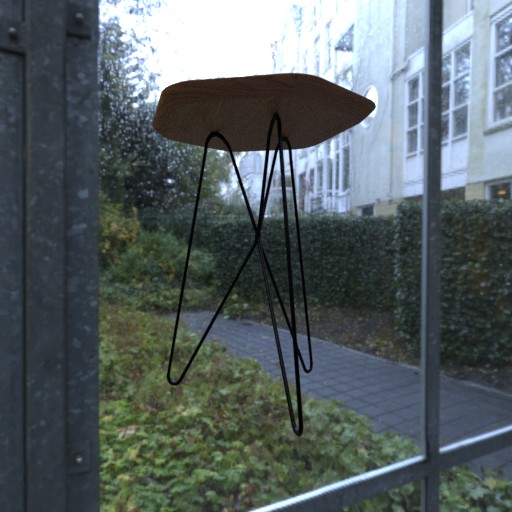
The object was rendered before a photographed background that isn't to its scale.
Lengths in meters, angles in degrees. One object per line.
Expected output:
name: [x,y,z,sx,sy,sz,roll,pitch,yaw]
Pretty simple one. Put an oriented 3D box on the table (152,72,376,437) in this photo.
table: [0.000,0.000,0.911,0.400,0.562,0.500,0,1,-17]
